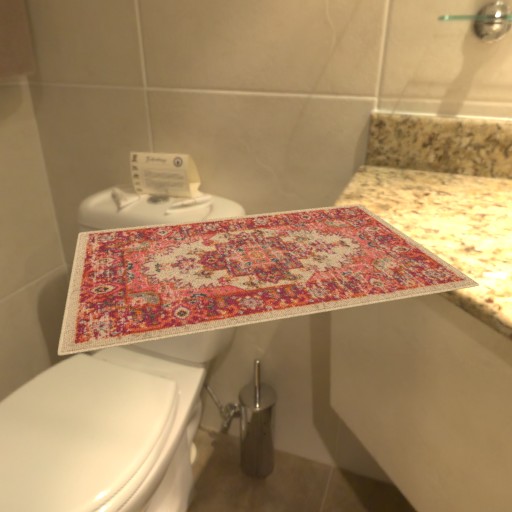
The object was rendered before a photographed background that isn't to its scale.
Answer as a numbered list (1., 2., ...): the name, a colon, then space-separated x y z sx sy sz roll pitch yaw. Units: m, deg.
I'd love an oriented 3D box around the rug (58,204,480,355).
1. rug: 0.000 0.000 1.103 0.868 0.004 0.556 -7 27 -14
